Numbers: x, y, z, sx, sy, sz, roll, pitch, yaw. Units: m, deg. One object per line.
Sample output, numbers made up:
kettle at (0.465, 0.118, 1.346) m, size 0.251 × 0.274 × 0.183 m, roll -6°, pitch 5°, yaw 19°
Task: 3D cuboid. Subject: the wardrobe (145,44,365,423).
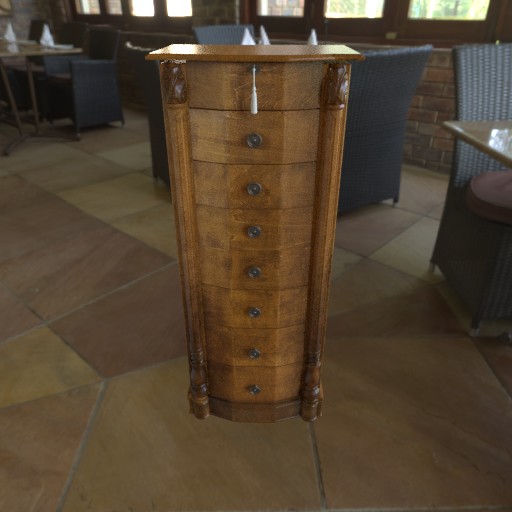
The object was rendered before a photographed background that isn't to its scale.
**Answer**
wardrobe at (0.000, 0.000, 1.132) m, size 0.406 × 0.959 × 0.273 m, roll 1°, pitch 29°, yaw 1°
